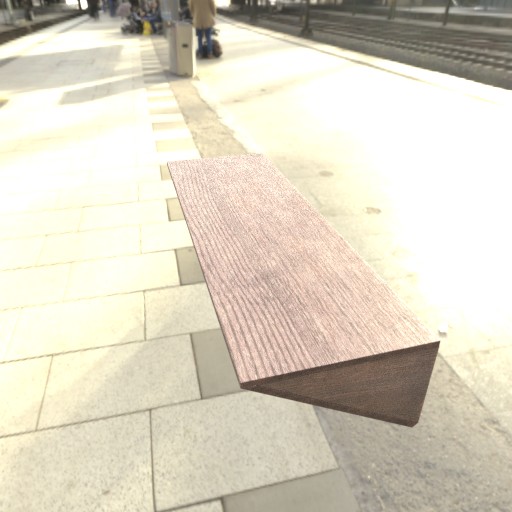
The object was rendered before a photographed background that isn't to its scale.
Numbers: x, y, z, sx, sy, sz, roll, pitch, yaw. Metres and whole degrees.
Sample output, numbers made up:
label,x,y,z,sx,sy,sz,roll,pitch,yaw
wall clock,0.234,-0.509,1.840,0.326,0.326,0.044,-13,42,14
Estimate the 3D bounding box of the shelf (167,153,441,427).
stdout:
label,x,y,z,sx,sy,sz,roll,pitch,yaw
shelf,0.000,0.000,0.690,0.200,0.125,0.610,-8,32,-13
